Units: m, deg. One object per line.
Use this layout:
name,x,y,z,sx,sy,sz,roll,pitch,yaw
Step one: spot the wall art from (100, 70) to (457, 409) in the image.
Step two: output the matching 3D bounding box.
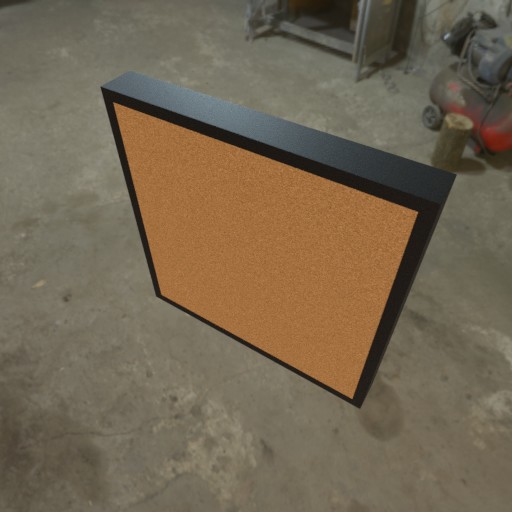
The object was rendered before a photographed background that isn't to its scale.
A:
wall art,0.000,0.000,0.462,0.305,0.304,0.038,25,52,21
